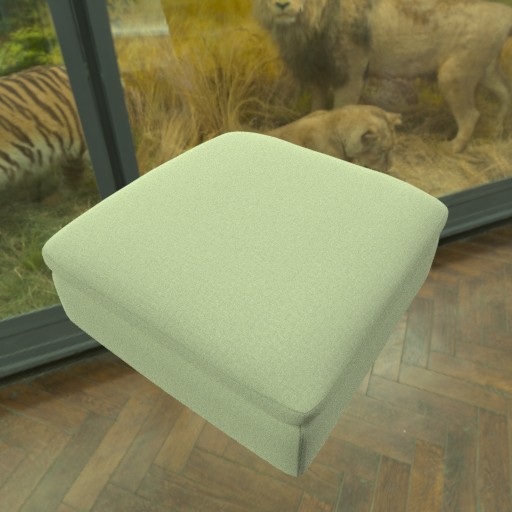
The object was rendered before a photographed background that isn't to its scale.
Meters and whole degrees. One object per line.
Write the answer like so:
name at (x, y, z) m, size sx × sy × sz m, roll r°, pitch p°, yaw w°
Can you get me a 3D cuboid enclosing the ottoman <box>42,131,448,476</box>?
ottoman at (0.000, 0.000, 1.501) m, size 0.977 × 0.467 × 0.996 m, roll 25°, pitch 47°, yaw 26°
